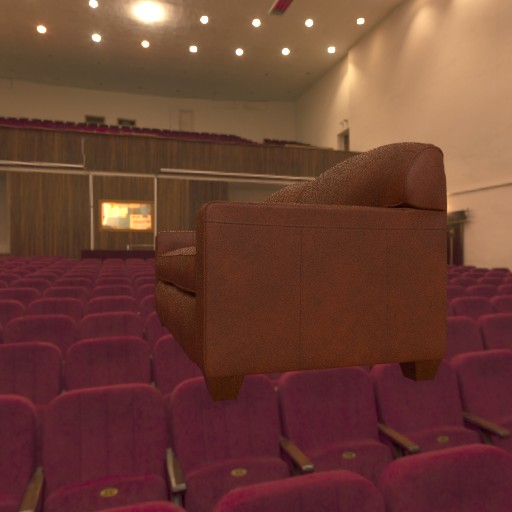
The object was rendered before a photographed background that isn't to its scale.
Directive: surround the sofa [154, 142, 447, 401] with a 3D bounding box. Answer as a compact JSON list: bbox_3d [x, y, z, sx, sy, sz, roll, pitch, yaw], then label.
[{"bbox_3d":[0.000,0.000,2.420,1.000,0.966,1.856,0,0,-18],"label":"sofa"}]
